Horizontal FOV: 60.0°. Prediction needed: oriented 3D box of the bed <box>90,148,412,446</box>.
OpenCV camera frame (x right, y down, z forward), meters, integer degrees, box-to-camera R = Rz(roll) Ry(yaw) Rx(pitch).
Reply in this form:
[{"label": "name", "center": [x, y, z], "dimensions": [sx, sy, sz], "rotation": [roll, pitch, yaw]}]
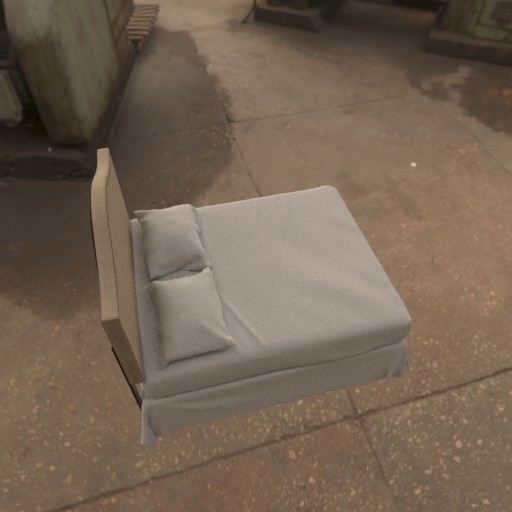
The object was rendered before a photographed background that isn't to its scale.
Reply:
[{"label": "bed", "center": [0.000, 0.000, 3.455], "dimensions": [2.221, 1.645, 1.876], "rotation": [-11, 49, -9]}]
